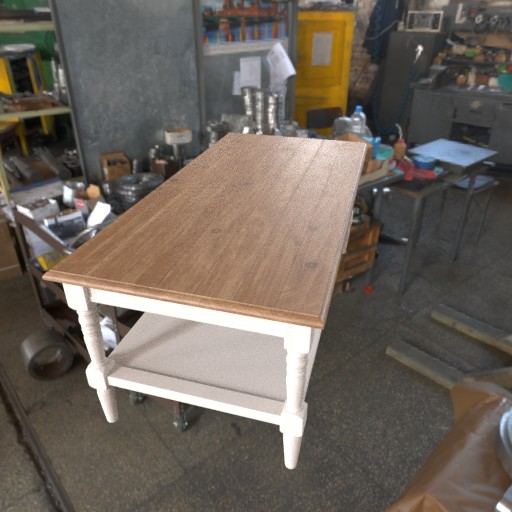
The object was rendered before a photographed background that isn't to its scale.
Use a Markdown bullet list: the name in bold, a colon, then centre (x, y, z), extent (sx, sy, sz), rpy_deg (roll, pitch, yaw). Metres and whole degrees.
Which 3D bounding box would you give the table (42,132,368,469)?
- **table**: centre (0.000, 0.000, 1.382), extent (0.559, 0.458, 1.118), rpy_deg (8, 31, 14)
